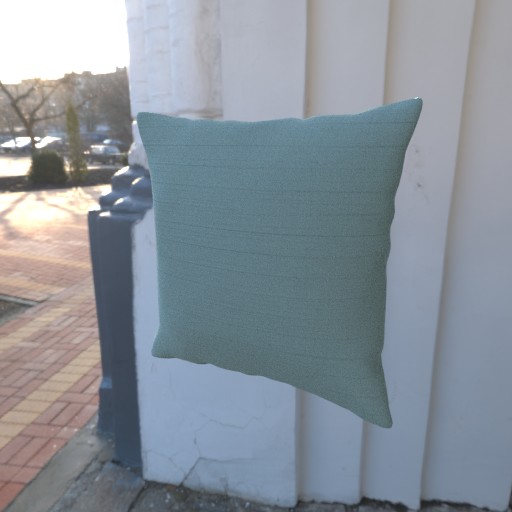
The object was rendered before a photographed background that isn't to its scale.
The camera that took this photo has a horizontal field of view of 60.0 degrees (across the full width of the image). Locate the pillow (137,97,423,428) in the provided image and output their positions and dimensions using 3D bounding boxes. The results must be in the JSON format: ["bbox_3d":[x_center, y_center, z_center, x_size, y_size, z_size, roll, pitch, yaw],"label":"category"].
[{"bbox_3d":[0.000,0.000,0.714,0.470,0.464,0.175,8,16,28],"label":"pillow"}]
